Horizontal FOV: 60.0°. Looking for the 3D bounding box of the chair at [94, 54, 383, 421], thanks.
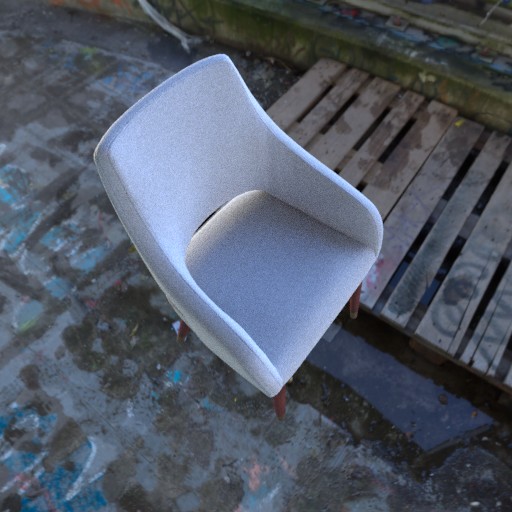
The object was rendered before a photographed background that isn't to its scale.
[{"bbox_3d":[0.000,0.000,1.298,0.600,0.889,0.609,33,64,19],"label":"chair"}]
